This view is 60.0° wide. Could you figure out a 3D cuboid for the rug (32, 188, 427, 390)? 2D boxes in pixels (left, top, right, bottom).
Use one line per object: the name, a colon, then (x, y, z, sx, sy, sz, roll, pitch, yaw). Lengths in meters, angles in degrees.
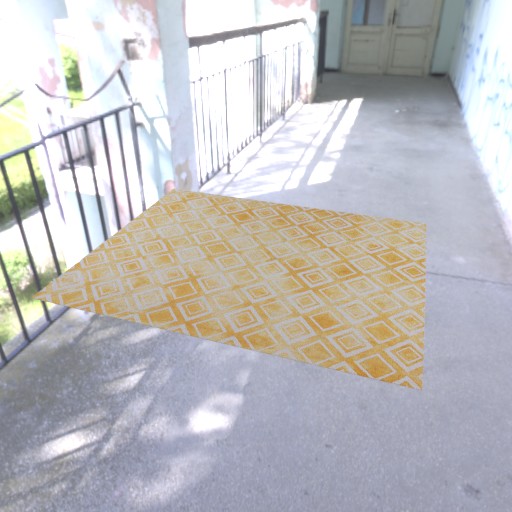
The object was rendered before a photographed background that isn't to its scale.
rug: (0.000, 0.000, 4.181, 3.037, 0.011, 2.433, 10, 32, 16)
